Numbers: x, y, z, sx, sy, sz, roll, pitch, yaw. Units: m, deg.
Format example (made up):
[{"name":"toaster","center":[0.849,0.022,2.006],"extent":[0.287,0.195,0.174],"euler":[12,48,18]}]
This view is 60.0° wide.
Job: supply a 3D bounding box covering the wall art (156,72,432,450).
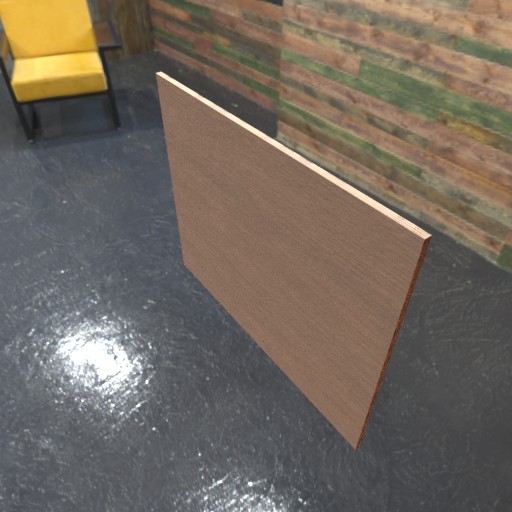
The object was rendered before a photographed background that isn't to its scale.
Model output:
[{"name":"wall art","center":[0.000,0.000,0.679],"extent":[0.010,0.408,0.508],"euler":[-27,48,-27]}]
